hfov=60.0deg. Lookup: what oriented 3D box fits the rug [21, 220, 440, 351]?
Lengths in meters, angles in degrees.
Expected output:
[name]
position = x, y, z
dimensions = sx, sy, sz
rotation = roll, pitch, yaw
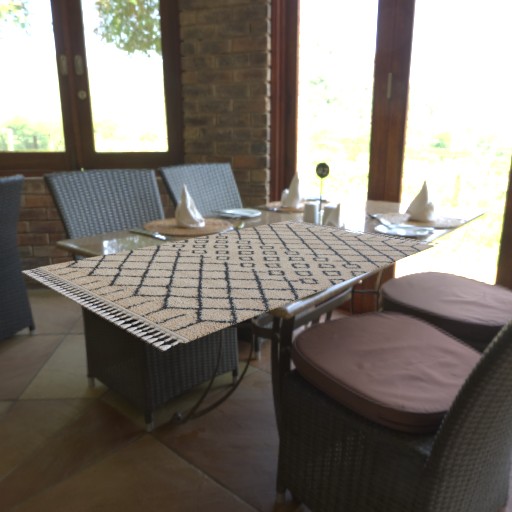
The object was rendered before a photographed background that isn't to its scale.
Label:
[rug]
position = 0.000, 0.000, 2.411
dimensions = 1.196, 0.008, 2.006
rotation = 14, 20, 43
